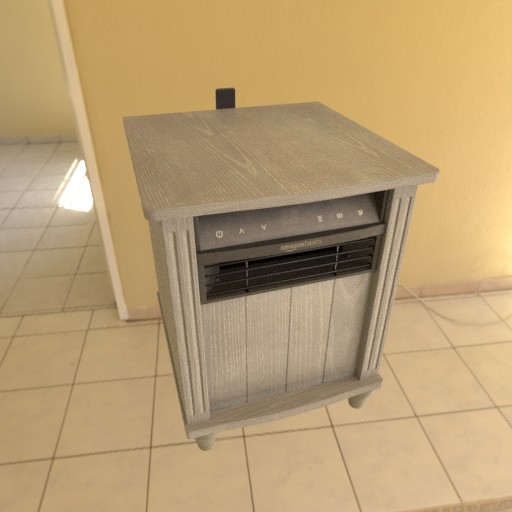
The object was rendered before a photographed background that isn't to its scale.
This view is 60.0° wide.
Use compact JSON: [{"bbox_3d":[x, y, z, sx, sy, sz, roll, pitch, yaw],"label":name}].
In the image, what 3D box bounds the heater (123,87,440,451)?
[{"bbox_3d":[0.000,0.000,0.763,0.362,0.481,0.400,-10,34,-15],"label":"heater"}]
